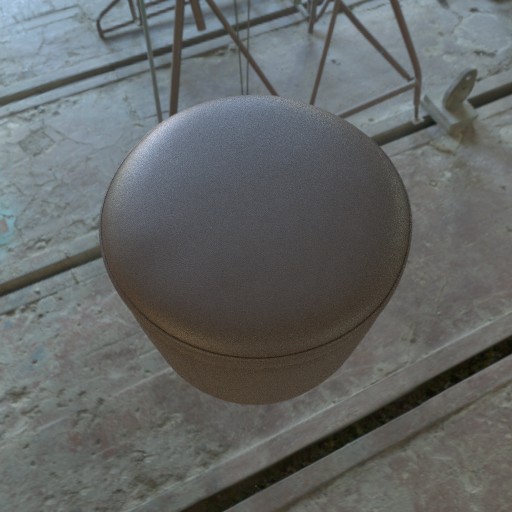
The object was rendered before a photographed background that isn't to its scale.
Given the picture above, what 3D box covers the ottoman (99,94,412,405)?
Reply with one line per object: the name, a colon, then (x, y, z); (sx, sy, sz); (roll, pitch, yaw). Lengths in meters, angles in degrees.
ottoman: (0.000, 0.000, 0.856); (0.500, 0.409, 0.500); (0, 63, 0)
